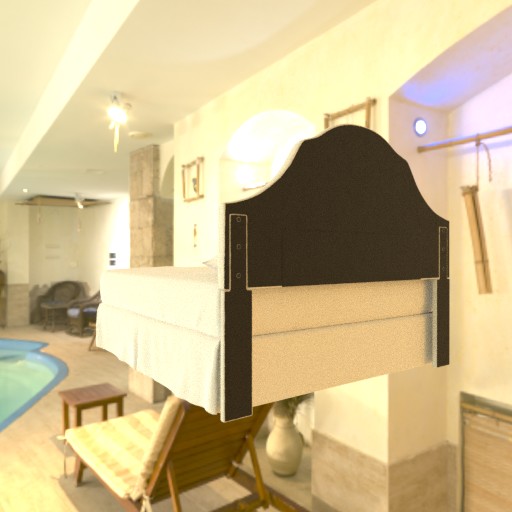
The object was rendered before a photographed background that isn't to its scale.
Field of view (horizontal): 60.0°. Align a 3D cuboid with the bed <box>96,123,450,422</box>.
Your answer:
[{"bbox_3d":[0.000,0.000,3.618,2.008,1.615,2.214,0,0,-35],"label":"bed"}]
